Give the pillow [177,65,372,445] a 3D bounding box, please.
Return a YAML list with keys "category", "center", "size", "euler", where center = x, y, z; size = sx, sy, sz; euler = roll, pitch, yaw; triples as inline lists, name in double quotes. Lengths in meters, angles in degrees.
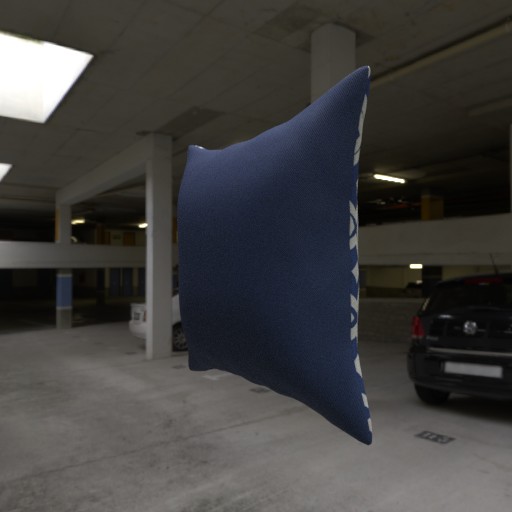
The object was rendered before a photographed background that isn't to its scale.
- category: "pillow"
  center: [0.000, 0.000, 0.776]
  size: [0.188, 0.494, 0.504]
  euler: [1, -1, -36]
